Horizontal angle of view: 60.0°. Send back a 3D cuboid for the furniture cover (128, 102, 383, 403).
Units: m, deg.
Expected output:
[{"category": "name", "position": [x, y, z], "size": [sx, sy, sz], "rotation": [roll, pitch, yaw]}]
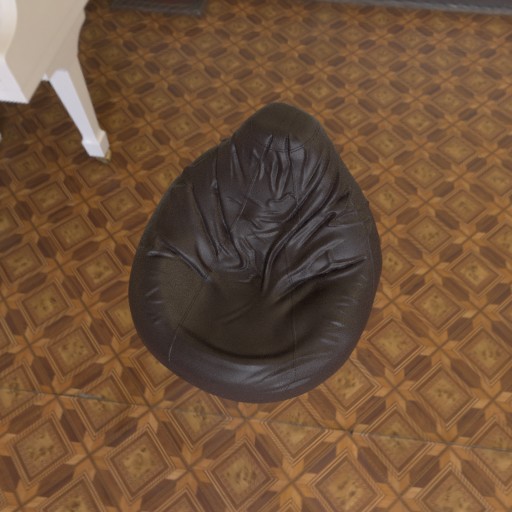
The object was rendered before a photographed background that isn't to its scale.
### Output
[{"category": "furniture cover", "position": [0.000, 0.000, 1.890], "size": [1.070, 0.990, 1.070], "rotation": [17, 61, 10]}]
